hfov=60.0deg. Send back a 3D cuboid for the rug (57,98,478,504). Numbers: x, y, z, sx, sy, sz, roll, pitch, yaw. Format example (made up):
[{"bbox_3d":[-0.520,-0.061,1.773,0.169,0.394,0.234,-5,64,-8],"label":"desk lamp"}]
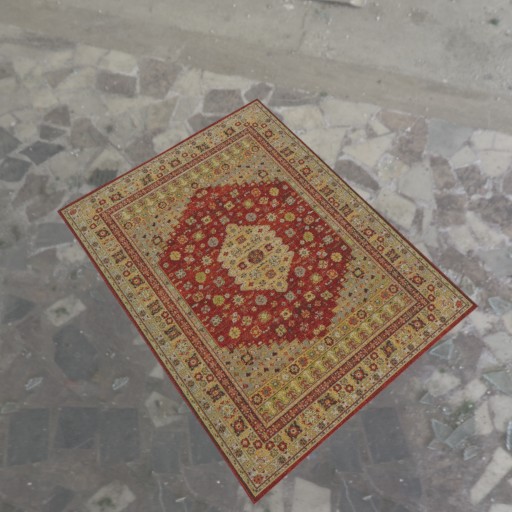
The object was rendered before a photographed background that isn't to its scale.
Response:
[{"bbox_3d":[0.000,0.000,3.955,2.387,0.013,3.053,-34,68,-16],"label":"rug"}]
